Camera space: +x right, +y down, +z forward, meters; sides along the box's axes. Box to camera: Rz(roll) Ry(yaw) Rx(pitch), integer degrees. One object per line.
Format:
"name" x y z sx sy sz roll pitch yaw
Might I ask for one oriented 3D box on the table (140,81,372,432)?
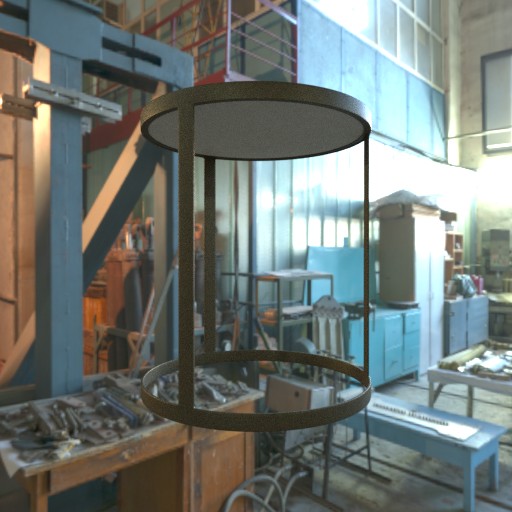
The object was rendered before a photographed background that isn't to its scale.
"table" 0.000 0.000 0.952 0.480 0.565 0.480 0 0 0
